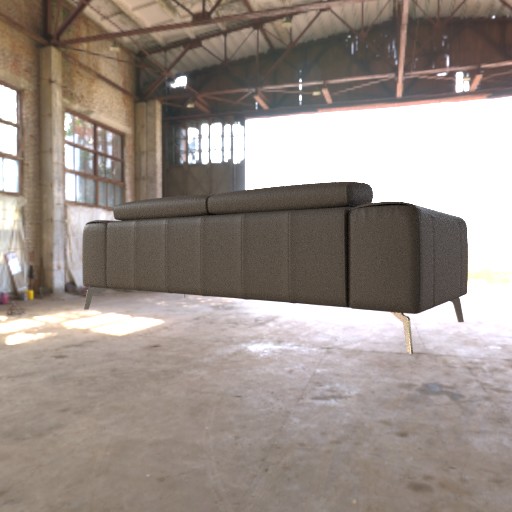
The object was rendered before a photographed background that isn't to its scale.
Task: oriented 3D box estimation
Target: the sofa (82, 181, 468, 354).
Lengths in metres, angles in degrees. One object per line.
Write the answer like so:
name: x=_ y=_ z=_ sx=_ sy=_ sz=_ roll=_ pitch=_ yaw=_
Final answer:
sofa: x=0.000 y=0.000 z=2.838 sx=2.321 sy=0.759 sz=1.023 roll=1 pitch=1 yaw=36
